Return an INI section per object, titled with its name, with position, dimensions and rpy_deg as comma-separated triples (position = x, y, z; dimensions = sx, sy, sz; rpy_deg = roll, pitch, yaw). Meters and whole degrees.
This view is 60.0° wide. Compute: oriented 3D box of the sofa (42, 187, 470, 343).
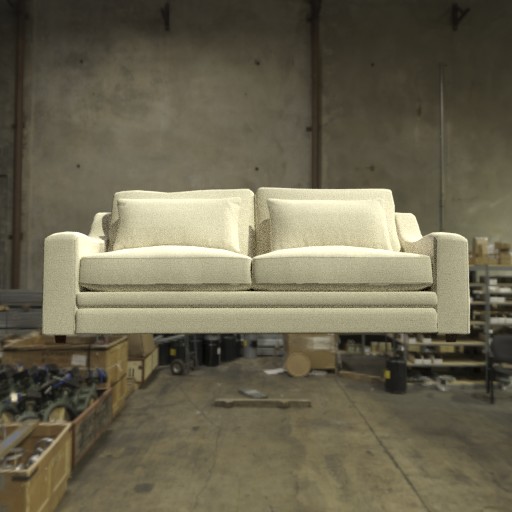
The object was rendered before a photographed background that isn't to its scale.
[sofa]
position = 0.000, 0.000, 3.021
dimensions = 2.470, 1.022, 1.009
rpy_deg = 0, -2, -1
